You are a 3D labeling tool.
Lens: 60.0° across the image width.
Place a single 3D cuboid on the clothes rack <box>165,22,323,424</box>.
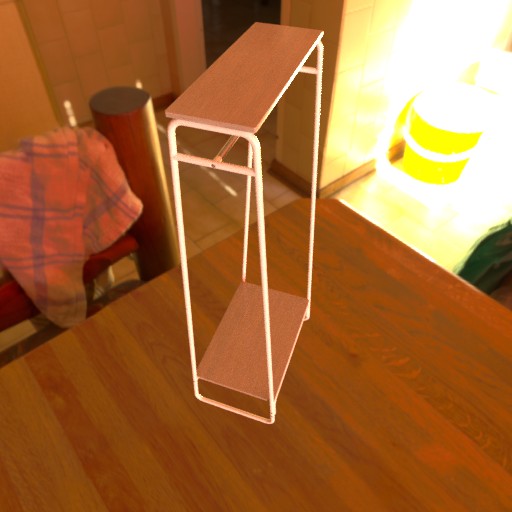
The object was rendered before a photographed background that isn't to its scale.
[{"bbox_3d":[0.000,0.000,1.765,0.400,1.512,0.640,14,48,14],"label":"clothes rack"}]
